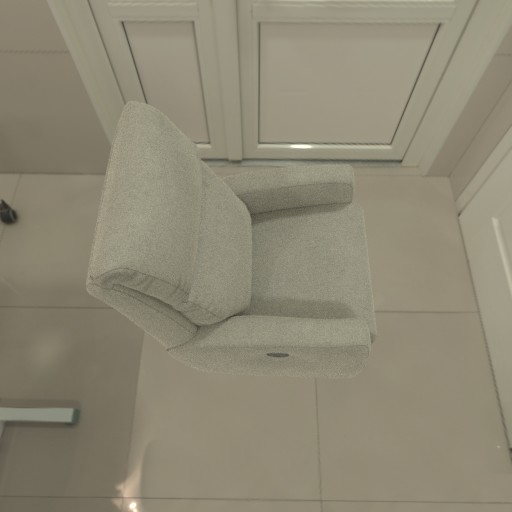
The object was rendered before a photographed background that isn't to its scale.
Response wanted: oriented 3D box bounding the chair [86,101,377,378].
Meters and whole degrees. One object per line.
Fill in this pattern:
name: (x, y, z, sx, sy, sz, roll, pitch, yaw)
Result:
chair: (0.000, 0.000, 1.688, 0.940, 1.021, 0.794, 1, 64, 0)
